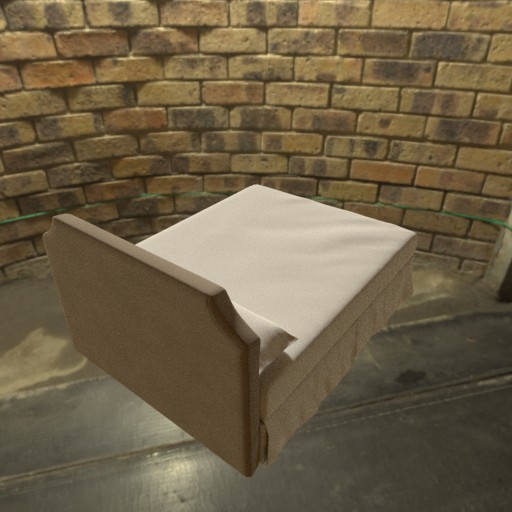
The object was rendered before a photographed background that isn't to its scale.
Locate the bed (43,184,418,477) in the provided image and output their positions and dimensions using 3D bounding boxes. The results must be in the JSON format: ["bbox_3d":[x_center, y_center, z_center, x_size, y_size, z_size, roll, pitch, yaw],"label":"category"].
[{"bbox_3d":[0.000,0.000,3.624,1.977,1.293,2.498,22,38,31],"label":"bed"}]
